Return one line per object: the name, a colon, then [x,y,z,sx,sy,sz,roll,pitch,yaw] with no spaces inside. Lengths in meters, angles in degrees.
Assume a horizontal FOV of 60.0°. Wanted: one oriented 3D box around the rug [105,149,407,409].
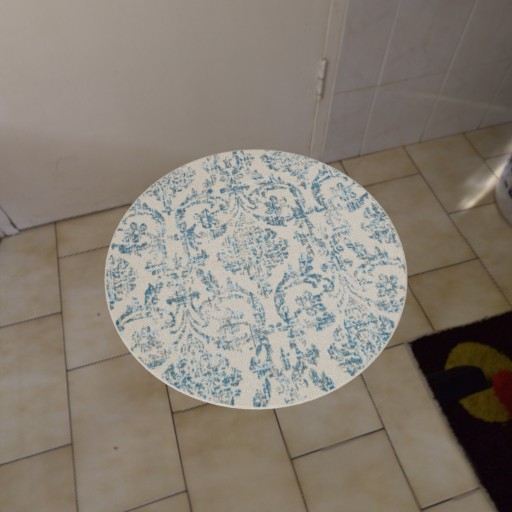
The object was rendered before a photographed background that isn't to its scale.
rug: [0.000,0.000,2.370,1.593,0.012,1.593,0,58,0]
